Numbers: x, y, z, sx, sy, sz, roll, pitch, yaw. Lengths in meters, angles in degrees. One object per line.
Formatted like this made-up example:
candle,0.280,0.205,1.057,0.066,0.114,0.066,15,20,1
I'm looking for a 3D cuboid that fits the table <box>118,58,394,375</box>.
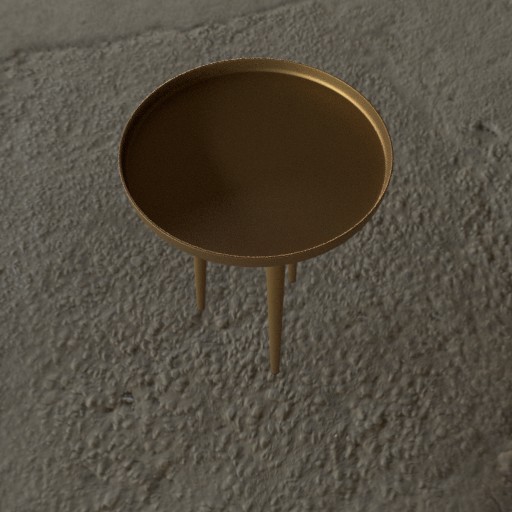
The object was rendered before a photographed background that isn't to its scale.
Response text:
table,0.000,0.000,0.691,0.299,0.480,0.299,-19,60,-11
